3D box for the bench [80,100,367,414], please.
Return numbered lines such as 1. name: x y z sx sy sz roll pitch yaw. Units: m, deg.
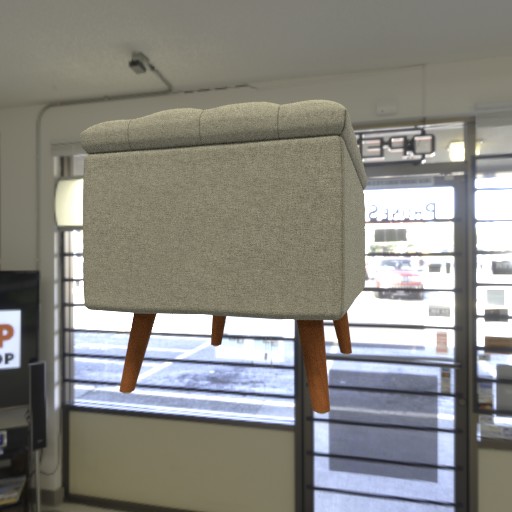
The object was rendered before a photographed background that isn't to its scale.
1. bench: 0.000 0.000 0.905 0.417 0.469 0.572 0 0 17
